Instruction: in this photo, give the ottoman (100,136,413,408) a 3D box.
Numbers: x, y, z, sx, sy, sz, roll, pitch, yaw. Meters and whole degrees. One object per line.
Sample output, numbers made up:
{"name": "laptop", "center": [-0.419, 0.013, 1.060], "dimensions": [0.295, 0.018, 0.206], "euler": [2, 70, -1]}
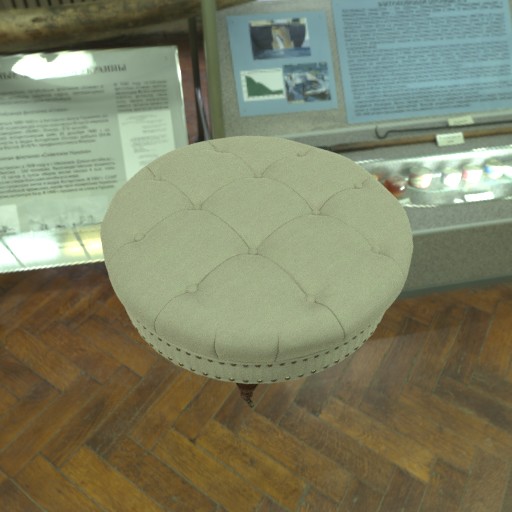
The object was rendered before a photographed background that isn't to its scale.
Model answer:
{"name": "ottoman", "center": [0.000, 0.000, 1.403], "dimensions": [0.901, 0.439, 0.901], "euler": [0, 44, 0]}
